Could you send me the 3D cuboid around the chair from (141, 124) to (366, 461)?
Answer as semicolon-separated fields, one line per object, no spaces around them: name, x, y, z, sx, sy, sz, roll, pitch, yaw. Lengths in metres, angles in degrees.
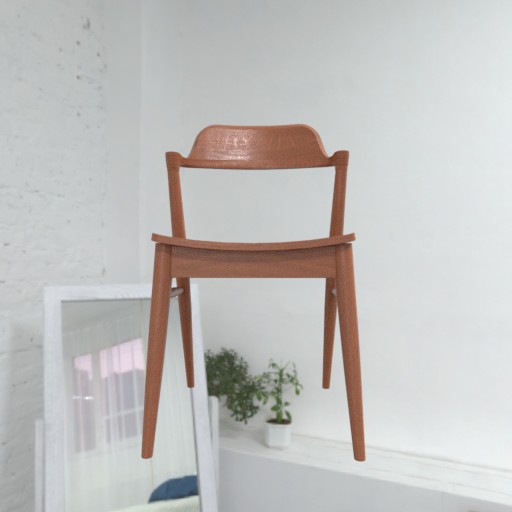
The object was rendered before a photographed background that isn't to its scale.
chair;0.000;0.000;1.117;0.496;0.801;0.499;0;0;2
